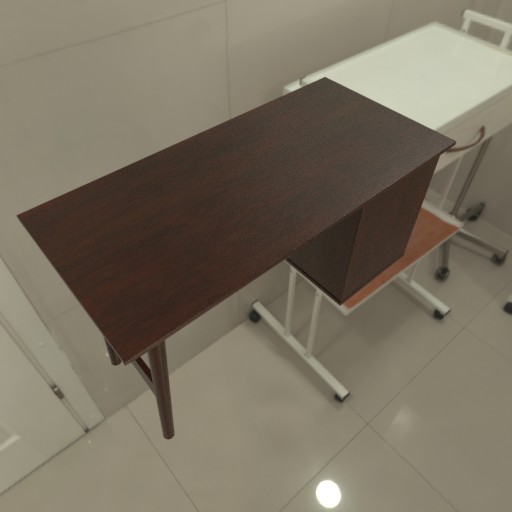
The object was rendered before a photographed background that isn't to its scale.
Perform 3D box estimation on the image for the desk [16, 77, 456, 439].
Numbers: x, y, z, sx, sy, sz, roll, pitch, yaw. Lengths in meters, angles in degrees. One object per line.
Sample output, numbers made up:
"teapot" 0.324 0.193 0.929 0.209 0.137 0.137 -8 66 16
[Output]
"desk" 0.000 0.000 1.667 1.277 0.758 0.612 -33 56 -26
